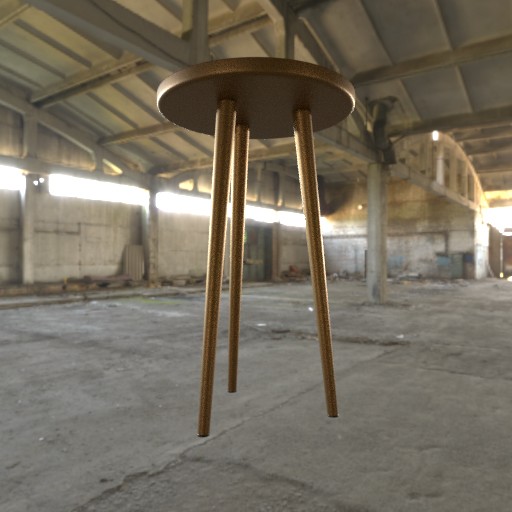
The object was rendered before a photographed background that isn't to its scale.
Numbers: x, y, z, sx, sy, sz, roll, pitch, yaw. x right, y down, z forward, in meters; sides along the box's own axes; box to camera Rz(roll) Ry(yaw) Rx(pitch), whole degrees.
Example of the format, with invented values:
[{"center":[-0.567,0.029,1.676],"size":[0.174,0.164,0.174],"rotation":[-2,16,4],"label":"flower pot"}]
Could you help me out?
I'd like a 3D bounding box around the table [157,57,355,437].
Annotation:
[{"center":[0.000,0.000,0.683],"size":[0.299,0.480,0.299],"rotation":[0,-1,35],"label":"table"}]
